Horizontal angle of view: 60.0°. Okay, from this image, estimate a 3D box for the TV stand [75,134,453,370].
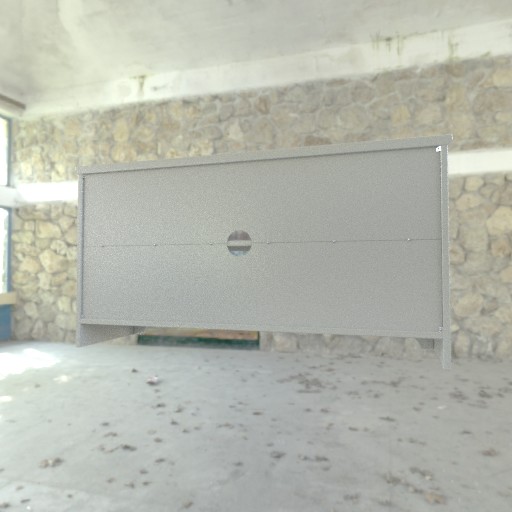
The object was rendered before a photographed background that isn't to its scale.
[{"bbox_3d":[0.000,0.000,1.467,1.167,0.603,0.344,-1,-2,18],"label":"TV stand"}]
